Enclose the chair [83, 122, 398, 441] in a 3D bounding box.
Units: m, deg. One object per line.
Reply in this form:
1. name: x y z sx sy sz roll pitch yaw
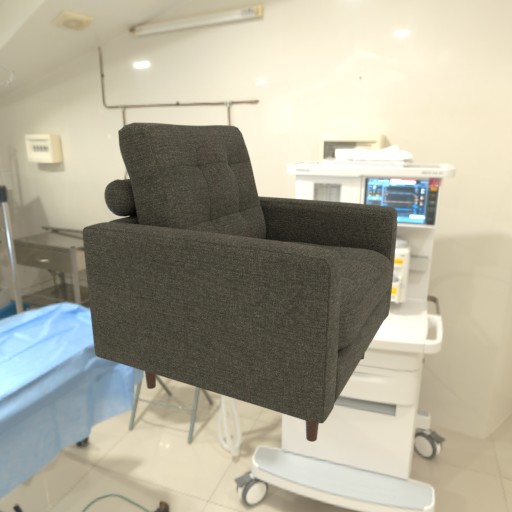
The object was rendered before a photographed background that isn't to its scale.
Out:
1. chair: 0.000 0.000 1.536 0.843 0.880 0.821 8 17 26
